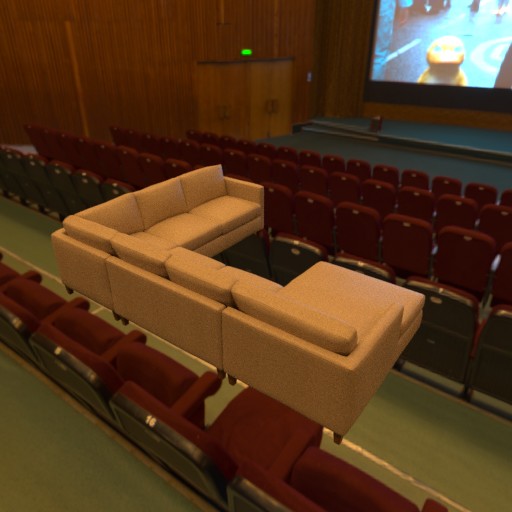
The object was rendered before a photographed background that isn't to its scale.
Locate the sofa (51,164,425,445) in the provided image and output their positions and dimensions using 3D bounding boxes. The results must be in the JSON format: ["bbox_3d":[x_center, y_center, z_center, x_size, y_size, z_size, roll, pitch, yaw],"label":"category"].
[{"bbox_3d":[0.000,0.000,4.707,3.460,0.961,2.594,19,33,32],"label":"sofa"}]
